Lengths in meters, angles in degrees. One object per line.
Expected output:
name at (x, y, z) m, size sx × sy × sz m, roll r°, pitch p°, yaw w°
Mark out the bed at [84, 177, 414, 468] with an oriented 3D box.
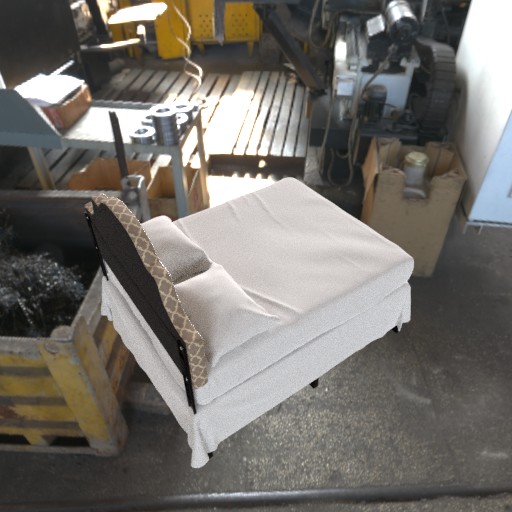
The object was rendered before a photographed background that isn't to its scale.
bed at (0.000, 0.000, 3.454) m, size 2.222 × 1.633 × 1.780 m, roll -25°, pitch 47°, yaw -26°
